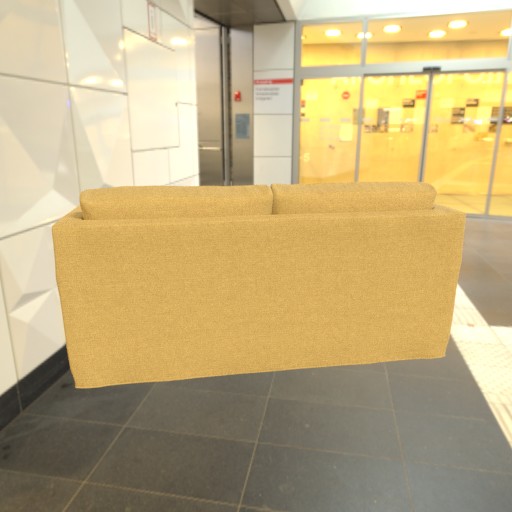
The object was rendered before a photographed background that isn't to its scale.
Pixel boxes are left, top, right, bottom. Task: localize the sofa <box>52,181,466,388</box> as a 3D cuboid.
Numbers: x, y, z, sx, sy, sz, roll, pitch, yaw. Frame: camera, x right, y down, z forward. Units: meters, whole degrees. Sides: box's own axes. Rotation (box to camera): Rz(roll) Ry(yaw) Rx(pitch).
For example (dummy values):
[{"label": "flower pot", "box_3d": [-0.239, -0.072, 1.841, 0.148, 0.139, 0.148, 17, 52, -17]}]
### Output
[{"label": "sofa", "box_3d": [0.000, 0.000, 2.331, 1.766, 0.828, 0.956, -3, 16, -9]}]
